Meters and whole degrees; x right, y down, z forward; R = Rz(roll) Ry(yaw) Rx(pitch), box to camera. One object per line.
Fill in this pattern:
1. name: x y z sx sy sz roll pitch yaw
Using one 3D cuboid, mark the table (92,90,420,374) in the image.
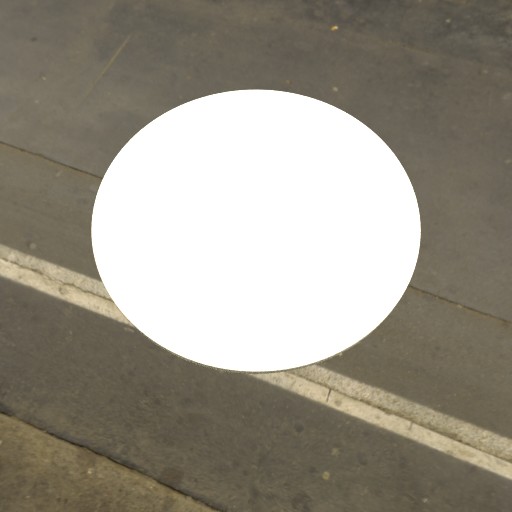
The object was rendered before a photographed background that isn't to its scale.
1. table: 0.000 0.000 0.997 0.600 0.400 0.600 0 63 0
